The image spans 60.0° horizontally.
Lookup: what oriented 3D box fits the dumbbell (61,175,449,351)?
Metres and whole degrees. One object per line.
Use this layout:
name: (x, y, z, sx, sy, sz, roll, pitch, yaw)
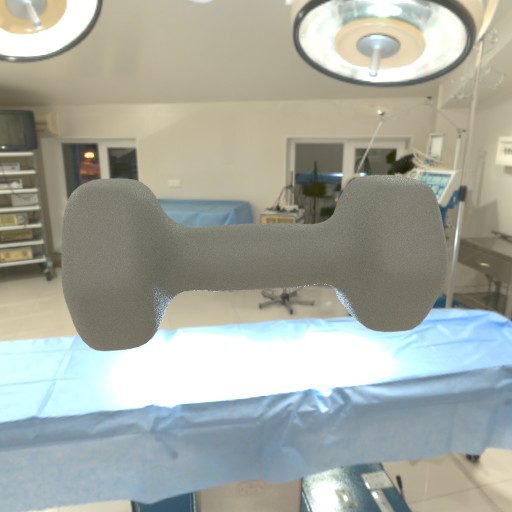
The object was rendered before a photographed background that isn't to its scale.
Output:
dumbbell: (0.000, 0.000, 0.233, 0.184, 0.081, 0.090, -2, 15, -8)
